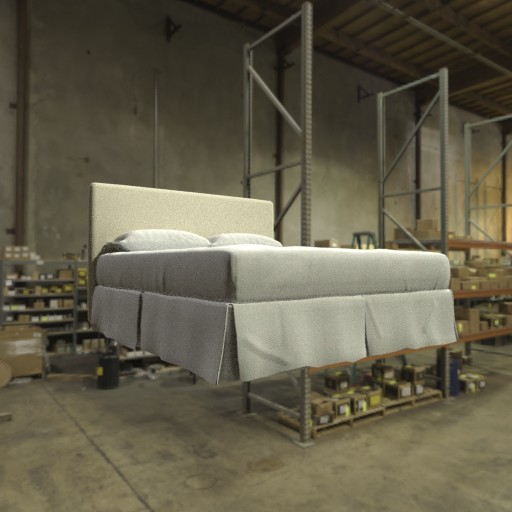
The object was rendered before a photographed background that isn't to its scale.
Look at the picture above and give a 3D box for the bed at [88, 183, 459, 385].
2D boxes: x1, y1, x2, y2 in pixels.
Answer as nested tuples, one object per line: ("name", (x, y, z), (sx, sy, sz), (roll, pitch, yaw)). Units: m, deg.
("bed", (0.000, 0.000, 3.599), (2.119, 1.317, 2.341), (1, -1, -36))
